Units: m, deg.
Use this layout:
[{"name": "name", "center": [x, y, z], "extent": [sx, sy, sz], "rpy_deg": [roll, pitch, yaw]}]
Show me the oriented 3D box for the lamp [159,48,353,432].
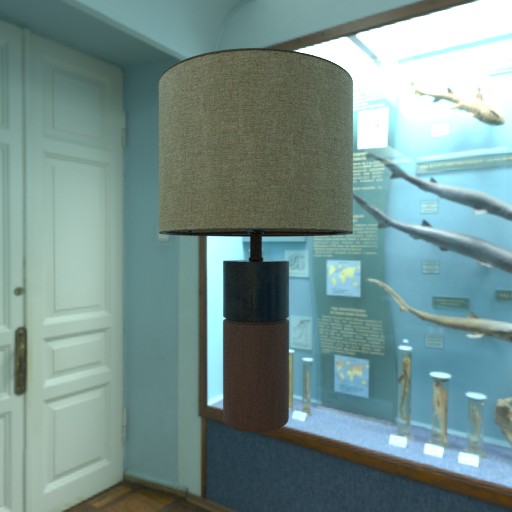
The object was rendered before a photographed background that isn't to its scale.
[{"name": "lamp", "center": [0.000, 0.000, 0.472], "extent": [0.202, 0.350, 0.202], "rpy_deg": [0, 1, 0]}]
